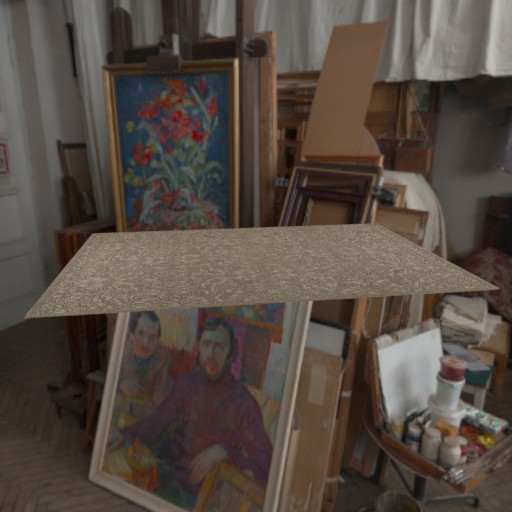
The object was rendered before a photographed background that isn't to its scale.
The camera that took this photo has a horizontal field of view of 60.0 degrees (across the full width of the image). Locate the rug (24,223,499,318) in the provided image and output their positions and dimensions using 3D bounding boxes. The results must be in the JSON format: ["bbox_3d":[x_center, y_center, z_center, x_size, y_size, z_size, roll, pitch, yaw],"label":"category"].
[{"bbox_3d":[0.000,0.000,2.258,1.827,0.006,1.221,-3,17,-8],"label":"rug"}]
